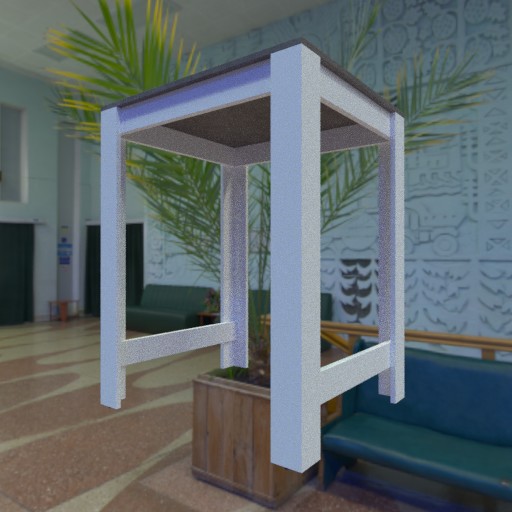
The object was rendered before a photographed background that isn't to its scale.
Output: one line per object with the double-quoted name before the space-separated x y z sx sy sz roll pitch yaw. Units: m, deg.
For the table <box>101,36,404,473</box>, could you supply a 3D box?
"table" 0.000 0.000 1.549 0.800 1.020 0.700 0 0 37
